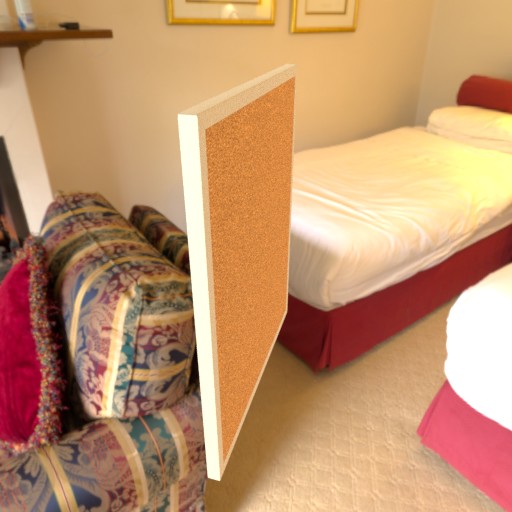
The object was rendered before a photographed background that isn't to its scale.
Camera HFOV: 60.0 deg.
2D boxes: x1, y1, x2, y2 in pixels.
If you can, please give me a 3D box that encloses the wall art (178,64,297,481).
[{"bbox_3d":[0.000,0.000,0.725,0.020,0.536,0.444,8,30,14],"label":"wall art"}]
